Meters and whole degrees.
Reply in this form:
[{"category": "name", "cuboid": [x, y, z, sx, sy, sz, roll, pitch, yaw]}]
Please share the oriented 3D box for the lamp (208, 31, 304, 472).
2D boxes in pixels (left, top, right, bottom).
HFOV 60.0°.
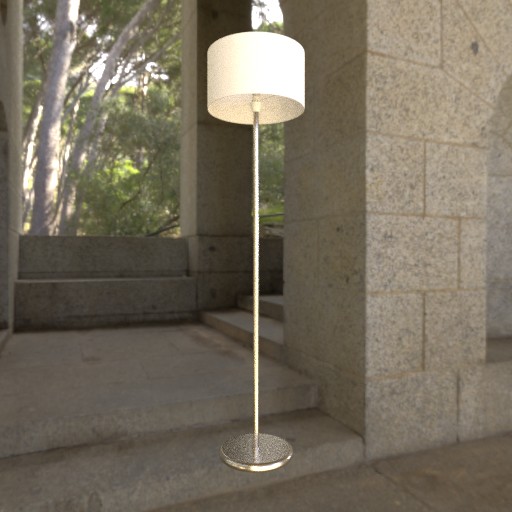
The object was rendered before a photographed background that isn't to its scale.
[{"category": "lamp", "cuboid": [0.000, 0.000, 1.602, 0.347, 1.443, 0.347, 0, 1, 37]}]
